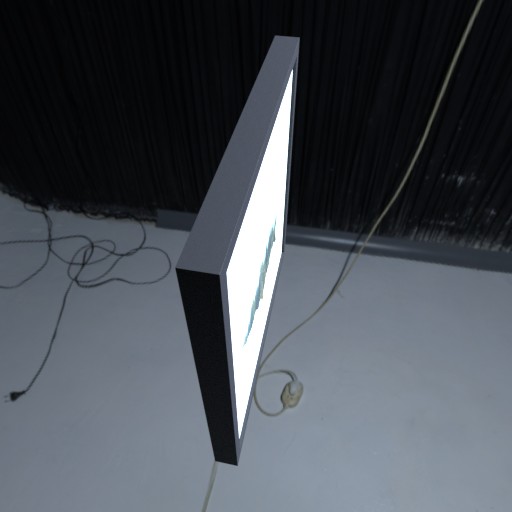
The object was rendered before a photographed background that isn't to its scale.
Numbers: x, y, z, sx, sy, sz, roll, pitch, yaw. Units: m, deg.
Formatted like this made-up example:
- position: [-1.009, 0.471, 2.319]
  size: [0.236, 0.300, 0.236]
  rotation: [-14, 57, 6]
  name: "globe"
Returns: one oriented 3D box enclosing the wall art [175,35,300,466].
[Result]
- position: [0.000, 0.000, 0.739]
  size: [0.040, 0.509, 0.509]
  rotation: [9, 48, 8]
  name: "wall art"
